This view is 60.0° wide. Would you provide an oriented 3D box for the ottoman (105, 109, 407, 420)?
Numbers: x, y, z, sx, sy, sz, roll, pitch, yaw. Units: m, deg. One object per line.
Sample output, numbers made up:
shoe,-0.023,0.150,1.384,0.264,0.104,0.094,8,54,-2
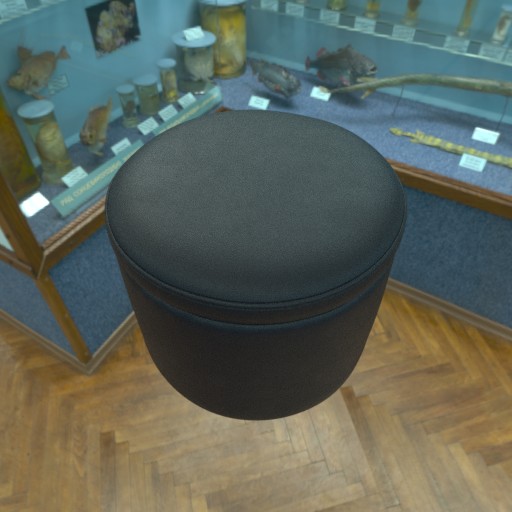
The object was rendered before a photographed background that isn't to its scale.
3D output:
ottoman,0.000,0.000,0.869,0.501,0.409,0.501,0,47,0
